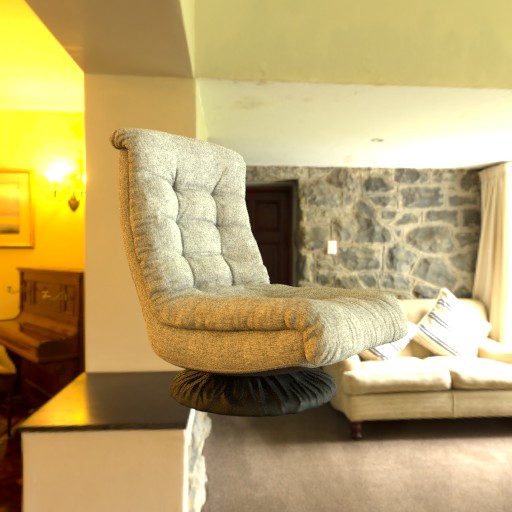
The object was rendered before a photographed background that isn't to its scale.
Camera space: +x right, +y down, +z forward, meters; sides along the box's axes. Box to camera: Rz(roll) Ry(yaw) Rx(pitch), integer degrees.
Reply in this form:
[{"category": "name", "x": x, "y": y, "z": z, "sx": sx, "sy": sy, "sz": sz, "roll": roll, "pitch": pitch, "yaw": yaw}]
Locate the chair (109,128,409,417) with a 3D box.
[{"category": "chair", "x": 0.000, "y": 0.000, "z": 0.990, "sx": 0.583, "sy": 0.600, "sz": 0.400, "roll": 0, "pitch": 0, "yaw": 37}]
